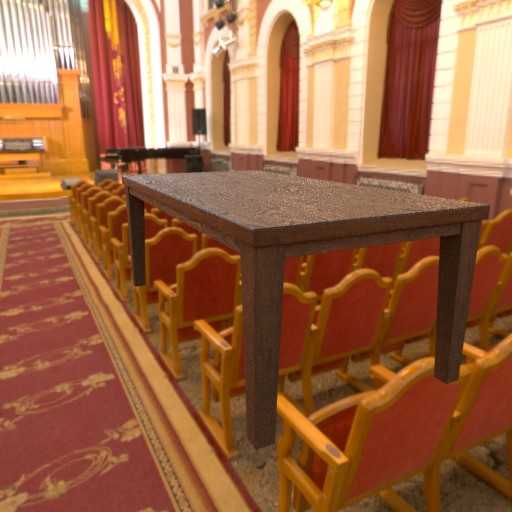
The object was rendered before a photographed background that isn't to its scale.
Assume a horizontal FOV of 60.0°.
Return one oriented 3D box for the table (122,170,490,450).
[{"bbox_3d":[0.000,0.000,2.430,1.016,0.762,1.981,-8,17,-26],"label":"table"}]
